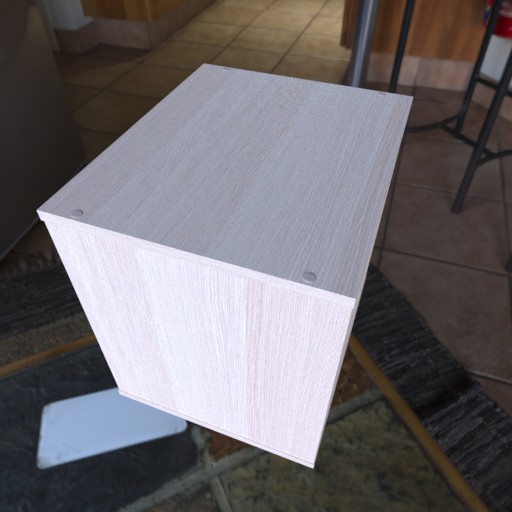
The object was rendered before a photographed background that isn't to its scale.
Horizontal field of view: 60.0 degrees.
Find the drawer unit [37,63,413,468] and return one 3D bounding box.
[{"bbox_3d":[0.000,0.000,0.599,0.290,0.344,0.349,15,47,14],"label":"drawer unit"}]
